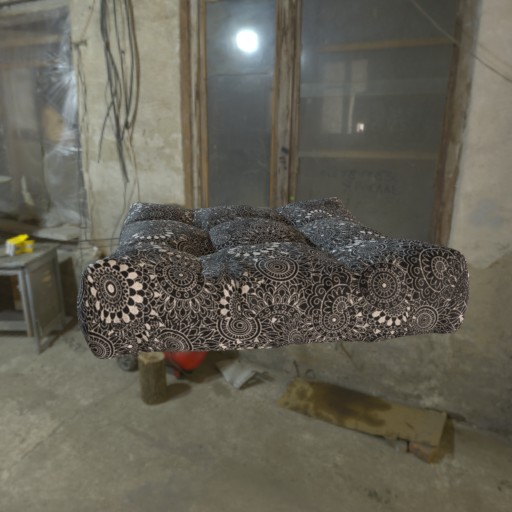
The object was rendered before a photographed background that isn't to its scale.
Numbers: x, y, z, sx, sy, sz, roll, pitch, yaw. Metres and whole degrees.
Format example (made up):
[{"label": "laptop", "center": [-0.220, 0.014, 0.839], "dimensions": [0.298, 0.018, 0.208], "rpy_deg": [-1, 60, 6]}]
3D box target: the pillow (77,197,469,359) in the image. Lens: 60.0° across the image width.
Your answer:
[{"label": "pillow", "center": [0.000, 0.000, 0.724], "dimensions": [0.468, 0.128, 0.490], "rpy_deg": [-2, 15, -9]}]
